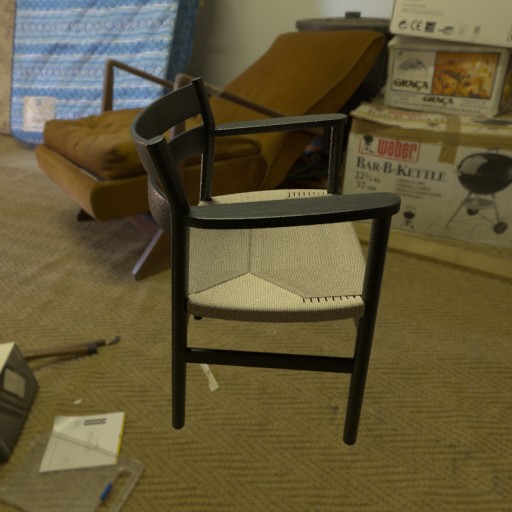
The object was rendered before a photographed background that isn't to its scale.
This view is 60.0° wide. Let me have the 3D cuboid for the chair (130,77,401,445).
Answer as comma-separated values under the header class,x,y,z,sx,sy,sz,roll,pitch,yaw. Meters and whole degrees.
class,x,y,z,sx,sy,sz,roll,pitch,yaw
chair,0.000,0.000,1.139,0.508,0.775,0.630,0,32,0
